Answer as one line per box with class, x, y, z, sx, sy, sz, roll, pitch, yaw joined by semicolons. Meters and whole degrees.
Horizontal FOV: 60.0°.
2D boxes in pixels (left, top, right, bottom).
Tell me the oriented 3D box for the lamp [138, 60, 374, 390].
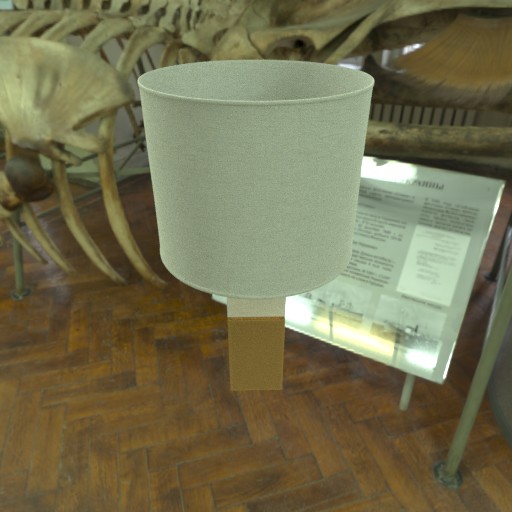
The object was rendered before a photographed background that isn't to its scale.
lamp;0.000;0.000;0.547;0.229;0.417;0.229;-1;31;-1
